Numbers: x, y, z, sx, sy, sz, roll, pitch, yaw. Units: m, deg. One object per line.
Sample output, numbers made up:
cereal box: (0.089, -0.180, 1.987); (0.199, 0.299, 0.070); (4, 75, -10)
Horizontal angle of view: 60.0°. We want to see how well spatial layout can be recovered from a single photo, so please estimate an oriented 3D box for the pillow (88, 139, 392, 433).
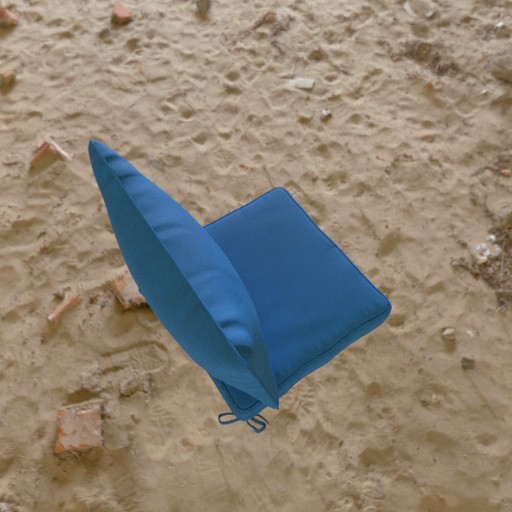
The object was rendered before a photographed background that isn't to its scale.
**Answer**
pillow: (0.000, 0.000, 1.408); (0.733, 0.725, 0.798); (-30, 63, -17)
